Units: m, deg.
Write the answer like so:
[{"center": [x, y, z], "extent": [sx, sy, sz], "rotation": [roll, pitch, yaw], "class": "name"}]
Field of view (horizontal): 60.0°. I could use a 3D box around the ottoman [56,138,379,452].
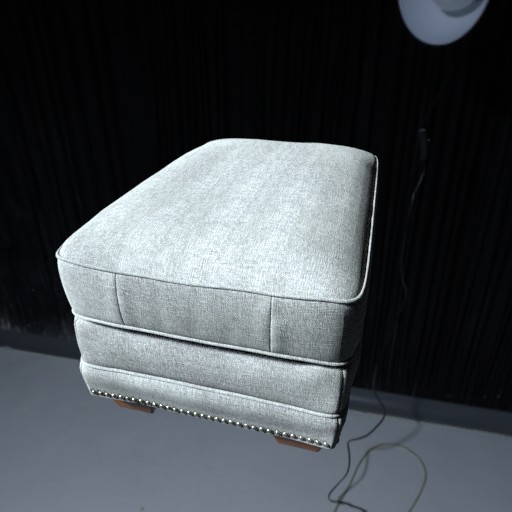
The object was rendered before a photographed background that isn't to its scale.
[{"center": [0.000, 0.000, 1.127], "extent": [0.561, 0.457, 0.813], "rotation": [8, 31, 13], "class": "ottoman"}]
